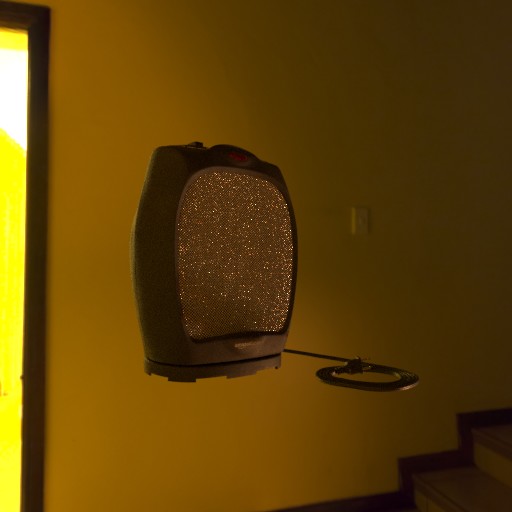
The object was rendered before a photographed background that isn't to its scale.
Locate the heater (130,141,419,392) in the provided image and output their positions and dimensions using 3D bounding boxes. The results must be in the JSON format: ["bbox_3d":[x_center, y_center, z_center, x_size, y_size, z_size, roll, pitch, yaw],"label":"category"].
[{"bbox_3d":[0.000,0.000,0.491,0.239,0.255,0.291,1,-2,-35],"label":"heater"}]
